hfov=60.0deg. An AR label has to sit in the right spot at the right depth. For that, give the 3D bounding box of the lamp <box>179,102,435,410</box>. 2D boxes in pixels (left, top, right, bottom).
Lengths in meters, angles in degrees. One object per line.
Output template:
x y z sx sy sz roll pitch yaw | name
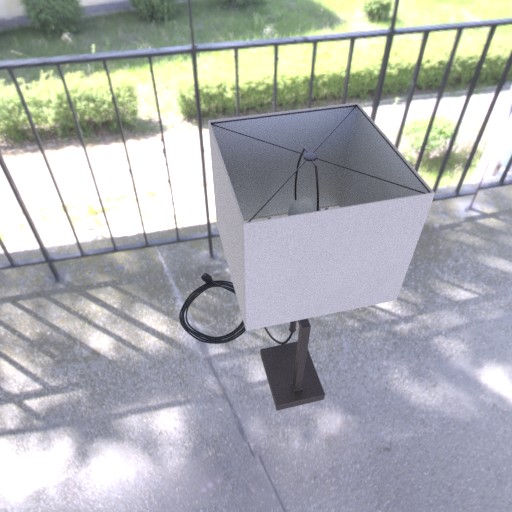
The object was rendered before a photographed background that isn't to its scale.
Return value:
0.000 0.000 1.000 0.399 0.660 0.504 -10 47 -10 | lamp
